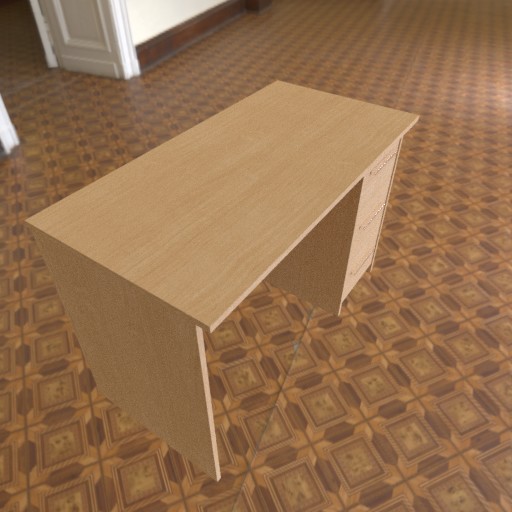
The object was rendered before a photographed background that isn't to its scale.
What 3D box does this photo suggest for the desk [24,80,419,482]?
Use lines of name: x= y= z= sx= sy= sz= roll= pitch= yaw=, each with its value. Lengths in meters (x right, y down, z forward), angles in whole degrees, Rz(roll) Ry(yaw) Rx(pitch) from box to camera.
desk: x=0.000 y=0.000 z=1.498 sx=0.560 sy=0.735 sz=1.097 roll=25 pitch=47 yaw=25
